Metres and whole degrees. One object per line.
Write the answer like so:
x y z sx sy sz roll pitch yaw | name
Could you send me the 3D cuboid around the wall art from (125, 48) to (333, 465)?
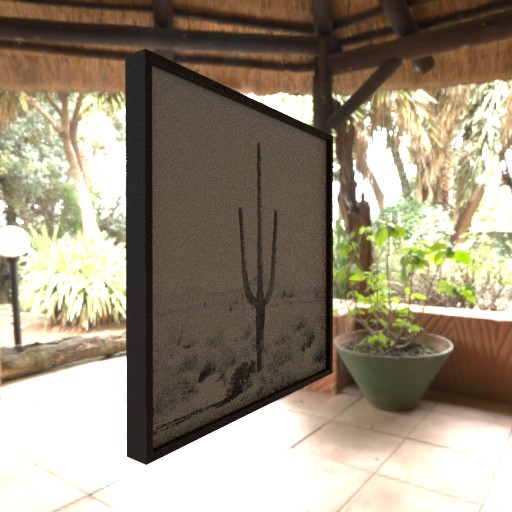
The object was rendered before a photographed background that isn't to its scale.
0.000 0.000 0.756 0.038 0.508 0.508 0 1 36 | wall art
